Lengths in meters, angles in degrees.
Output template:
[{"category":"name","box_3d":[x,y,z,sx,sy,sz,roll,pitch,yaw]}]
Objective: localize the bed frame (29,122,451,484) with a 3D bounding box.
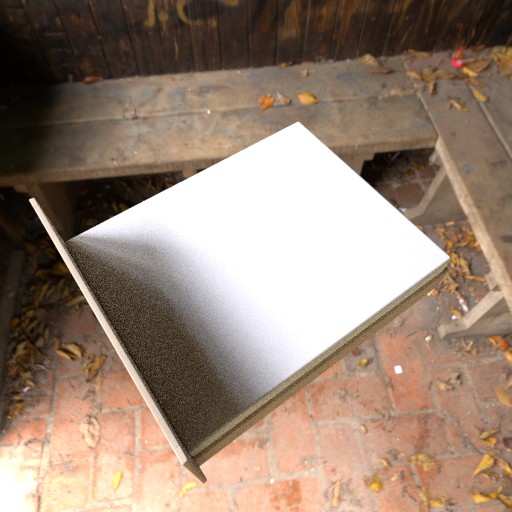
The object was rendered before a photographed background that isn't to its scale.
[{"category":"bed frame","box_3d":[0.000,0.000,2.995,2.080,0.900,1.800,-31,63,-18]}]
